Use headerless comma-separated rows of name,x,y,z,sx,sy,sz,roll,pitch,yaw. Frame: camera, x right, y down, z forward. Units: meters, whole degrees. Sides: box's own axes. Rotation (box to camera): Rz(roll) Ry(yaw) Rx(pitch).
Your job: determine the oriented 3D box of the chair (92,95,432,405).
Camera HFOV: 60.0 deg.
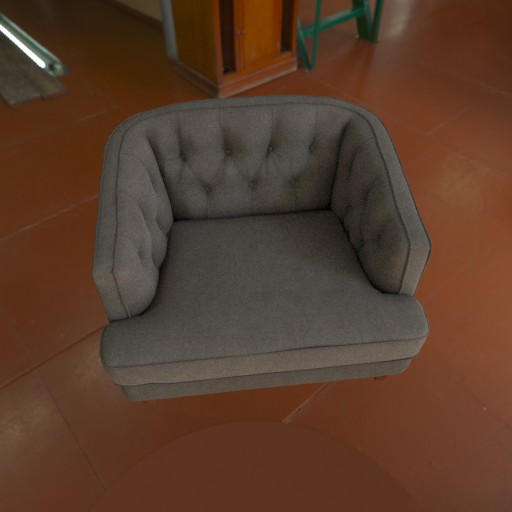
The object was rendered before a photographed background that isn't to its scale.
chair,0.000,0.000,1.742,1.104,0.852,0.941,-5,48,-4
